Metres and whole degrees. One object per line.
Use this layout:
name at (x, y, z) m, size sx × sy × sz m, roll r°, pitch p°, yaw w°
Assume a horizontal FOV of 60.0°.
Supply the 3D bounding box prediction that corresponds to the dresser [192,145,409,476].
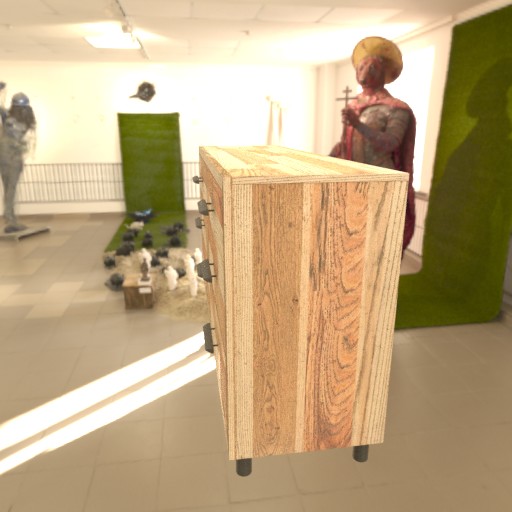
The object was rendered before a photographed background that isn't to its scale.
dresser at (0.000, 0.000, 1.860) m, size 0.487 × 0.834 × 1.547 m, roll -3°, pitch 17°, yaw -9°
